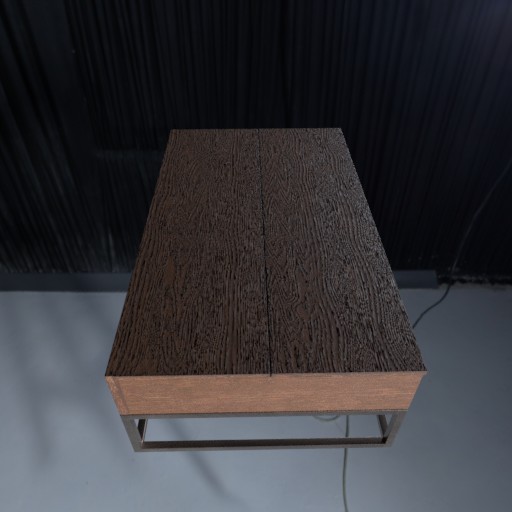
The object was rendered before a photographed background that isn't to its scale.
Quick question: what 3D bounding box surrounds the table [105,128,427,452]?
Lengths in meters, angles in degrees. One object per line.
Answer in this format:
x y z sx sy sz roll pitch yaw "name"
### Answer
0.000 0.000 1.509 0.719 0.361 1.167 -1 42 -1 "table"
